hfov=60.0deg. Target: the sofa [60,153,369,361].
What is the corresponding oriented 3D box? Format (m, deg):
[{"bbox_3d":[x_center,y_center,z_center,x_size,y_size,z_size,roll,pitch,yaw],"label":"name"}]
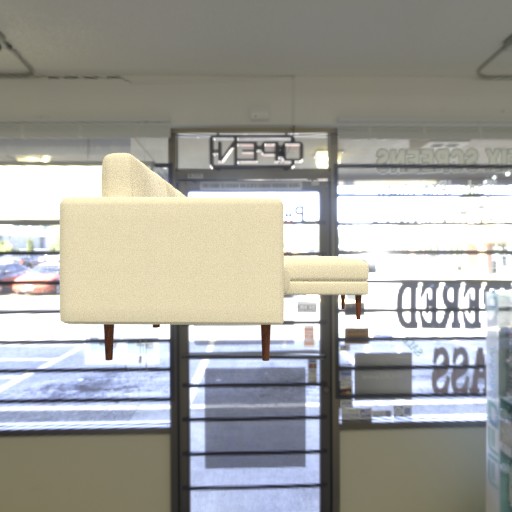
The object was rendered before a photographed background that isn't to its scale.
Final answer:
[{"bbox_3d":[0.000,0.000,2.775,1.580,0.899,2.029,0,0,1],"label":"sofa"}]
